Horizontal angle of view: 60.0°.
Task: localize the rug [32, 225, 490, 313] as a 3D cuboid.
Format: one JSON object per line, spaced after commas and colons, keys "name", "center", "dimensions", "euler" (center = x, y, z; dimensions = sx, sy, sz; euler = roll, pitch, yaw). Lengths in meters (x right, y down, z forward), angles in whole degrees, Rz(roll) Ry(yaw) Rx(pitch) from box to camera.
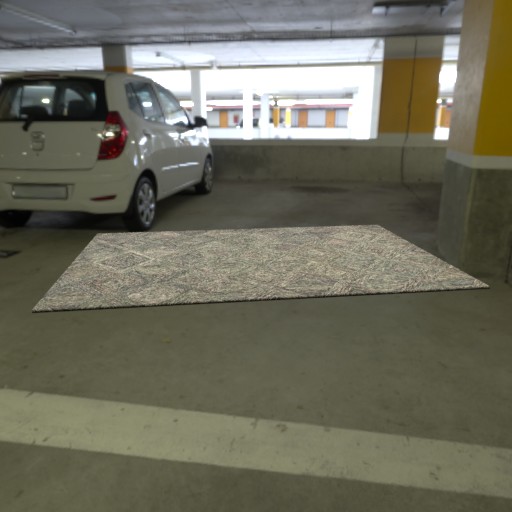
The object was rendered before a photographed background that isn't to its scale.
{"name": "rug", "center": [0.000, 0.000, 2.903], "dimensions": [2.298, 0.017, 1.501], "euler": [-2, 17, -8]}
